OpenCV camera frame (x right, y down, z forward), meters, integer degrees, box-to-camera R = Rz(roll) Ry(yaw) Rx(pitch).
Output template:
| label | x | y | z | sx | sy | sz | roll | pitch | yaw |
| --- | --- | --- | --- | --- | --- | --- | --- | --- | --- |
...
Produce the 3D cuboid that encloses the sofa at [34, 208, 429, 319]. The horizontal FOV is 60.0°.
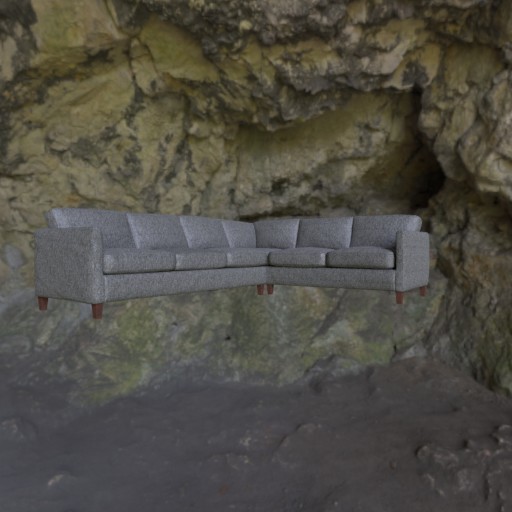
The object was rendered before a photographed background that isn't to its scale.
| label | x | y | z | sx | sy | sz | roll | pitch | yaw |
| --- | --- | --- | --- | --- | --- | --- | --- | --- | --- |
| sofa | 0.000 | 0.000 | 4.497 | 2.593 | 0.947 | 3.302 | 1 | 1 | 36 |
